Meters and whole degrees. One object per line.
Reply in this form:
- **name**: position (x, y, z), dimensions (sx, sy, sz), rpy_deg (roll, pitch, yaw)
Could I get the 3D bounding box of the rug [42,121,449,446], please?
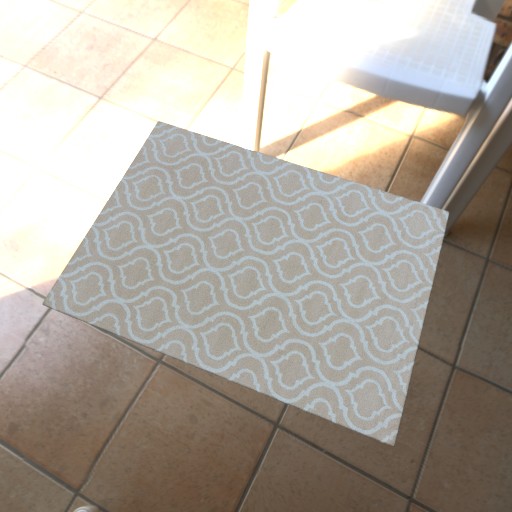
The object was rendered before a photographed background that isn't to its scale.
- **rug**: position (0.000, 0.000, 2.768), dimensions (2.134, 0.010, 1.524), rpy_deg (19, 66, 9)
